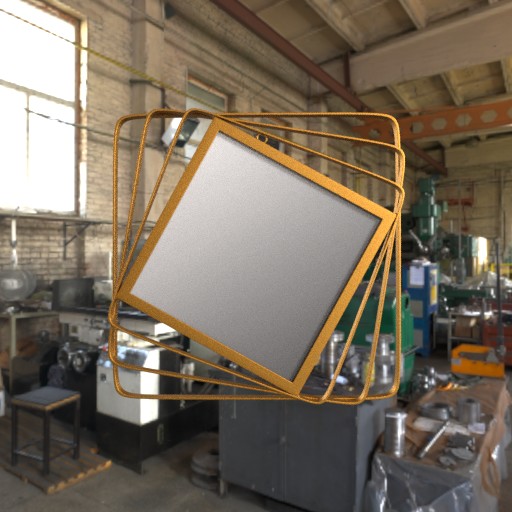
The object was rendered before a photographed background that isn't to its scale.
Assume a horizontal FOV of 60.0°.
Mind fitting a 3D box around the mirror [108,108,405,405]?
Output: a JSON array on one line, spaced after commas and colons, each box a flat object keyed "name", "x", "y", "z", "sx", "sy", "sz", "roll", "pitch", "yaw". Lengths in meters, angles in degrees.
[{"name": "mirror", "x": 0.000, "y": 0.000, "z": 0.708, "sx": 0.470, "sy": 0.468, "sz": 0.045, "roll": 0, "pitch": 0, "yaw": 1}]
